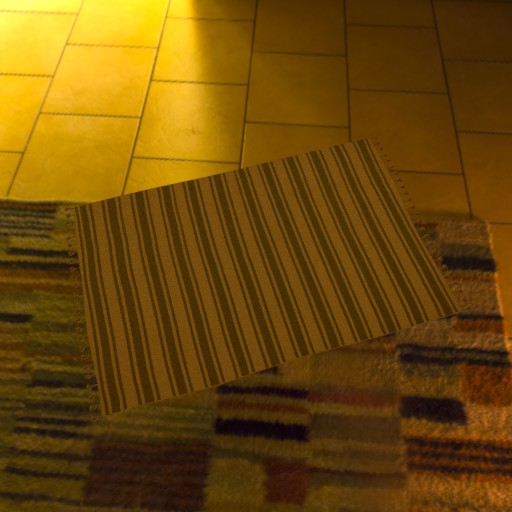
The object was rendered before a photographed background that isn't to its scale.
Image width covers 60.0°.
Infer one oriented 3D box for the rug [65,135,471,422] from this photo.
[{"bbox_3d":[0.000,0.000,2.303,1.875,0.013,1.162,-15,64,-7],"label":"rug"}]
